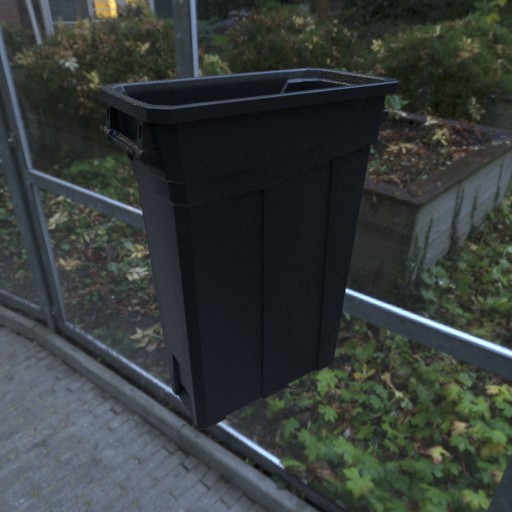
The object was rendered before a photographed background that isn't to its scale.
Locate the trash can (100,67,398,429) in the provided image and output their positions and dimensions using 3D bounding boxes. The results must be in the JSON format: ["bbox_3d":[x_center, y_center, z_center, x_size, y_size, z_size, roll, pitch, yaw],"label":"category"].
[{"bbox_3d":[0.000,0.000,1.037,0.559,0.762,0.281,-18,34,-29],"label":"trash can"}]
